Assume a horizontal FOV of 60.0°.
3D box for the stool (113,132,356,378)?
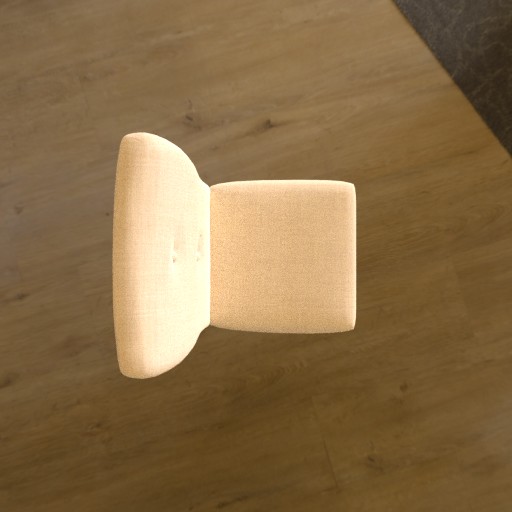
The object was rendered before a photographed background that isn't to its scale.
[{"bbox_3d":[0.000,0.000,1.468,0.603,1.124,0.516,0,90,0],"label":"stool"}]
